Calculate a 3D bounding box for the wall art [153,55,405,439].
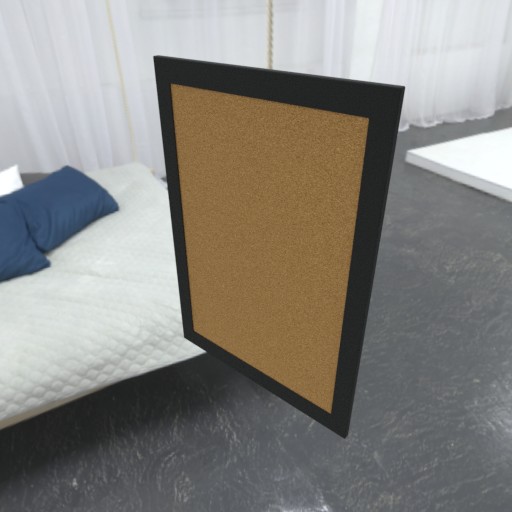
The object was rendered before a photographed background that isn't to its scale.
[{"bbox_3d":[0.000,0.000,0.671,0.374,0.529,0.012,23,38,33],"label":"wall art"}]
